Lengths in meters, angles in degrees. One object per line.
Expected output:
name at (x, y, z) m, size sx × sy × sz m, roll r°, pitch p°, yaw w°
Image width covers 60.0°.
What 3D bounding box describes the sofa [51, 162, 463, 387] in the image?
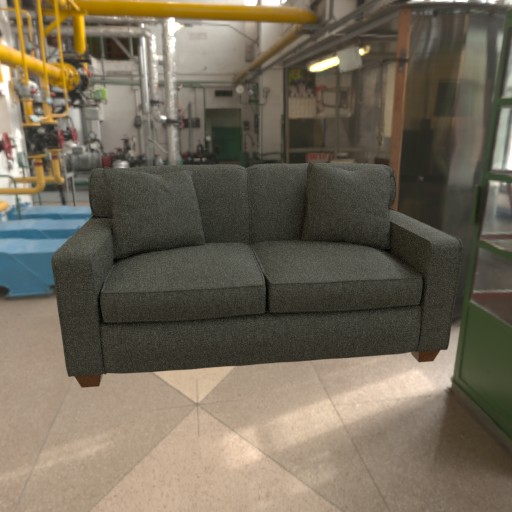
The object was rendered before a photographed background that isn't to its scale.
sofa at (0.000, 0.000, 2.419) m, size 1.846 × 0.958 × 0.998 m, roll -2°, pitch 17°, yaw -7°
